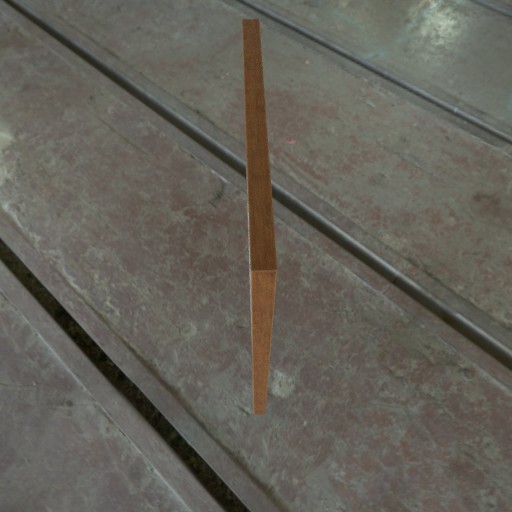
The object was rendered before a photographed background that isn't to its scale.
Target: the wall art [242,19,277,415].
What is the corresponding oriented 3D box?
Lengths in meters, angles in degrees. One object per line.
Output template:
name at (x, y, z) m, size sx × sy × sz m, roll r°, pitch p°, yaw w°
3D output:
wall art at (0.000, 0.000, 1.163) m, size 0.037 × 0.914 × 0.610 m, roll -2°, pitch 59°, yaw -1°
